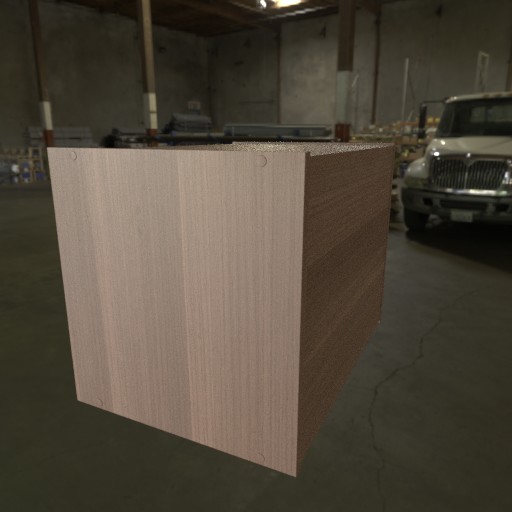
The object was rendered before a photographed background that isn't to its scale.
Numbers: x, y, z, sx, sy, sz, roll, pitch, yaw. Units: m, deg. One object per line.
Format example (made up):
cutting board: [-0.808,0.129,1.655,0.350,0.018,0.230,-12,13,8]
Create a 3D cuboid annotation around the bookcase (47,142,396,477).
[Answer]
bookcase: [0.000,0.000,0.627,0.290,0.305,0.415,7,17,25]
